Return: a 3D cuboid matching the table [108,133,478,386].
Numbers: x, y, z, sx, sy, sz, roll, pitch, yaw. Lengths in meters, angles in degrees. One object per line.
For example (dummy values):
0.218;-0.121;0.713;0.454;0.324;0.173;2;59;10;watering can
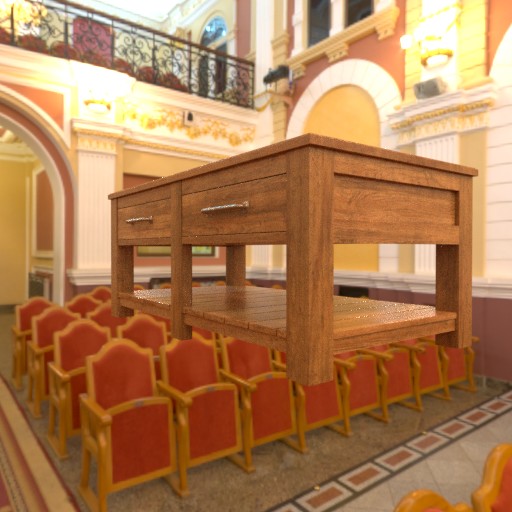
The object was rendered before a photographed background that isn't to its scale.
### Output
0.000;0.000;1.467;0.635;0.480;1.150;-1;1;-37;table
